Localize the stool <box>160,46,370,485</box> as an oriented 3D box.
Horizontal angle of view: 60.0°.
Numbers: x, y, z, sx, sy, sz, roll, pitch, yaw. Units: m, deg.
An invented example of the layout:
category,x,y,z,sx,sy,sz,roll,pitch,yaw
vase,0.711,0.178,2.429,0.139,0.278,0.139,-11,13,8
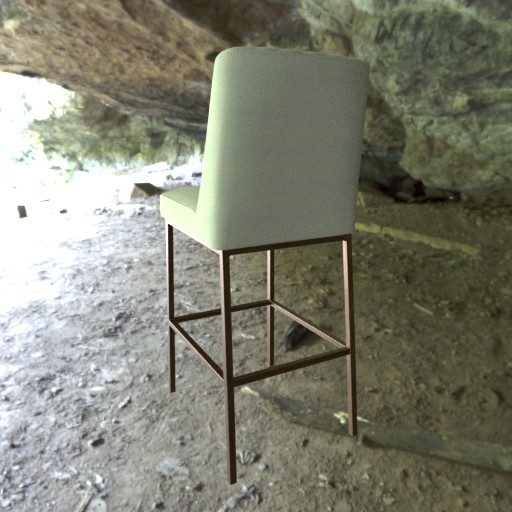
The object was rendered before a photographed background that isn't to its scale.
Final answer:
category,x,y,z,sx,sy,sz,roll,pitch,yaw
stool,0.000,0.000,1.365,0.462,1.084,0.546,-8,16,-28
